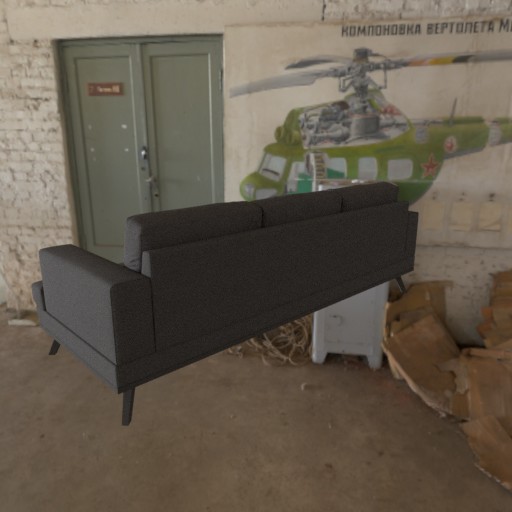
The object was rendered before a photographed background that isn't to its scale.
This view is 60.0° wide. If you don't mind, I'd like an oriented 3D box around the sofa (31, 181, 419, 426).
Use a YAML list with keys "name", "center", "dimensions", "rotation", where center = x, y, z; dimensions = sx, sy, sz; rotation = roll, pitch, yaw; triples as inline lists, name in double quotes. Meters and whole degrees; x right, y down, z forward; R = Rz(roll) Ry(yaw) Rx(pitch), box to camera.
- name: "sofa"
  center: [0.000, 0.000, 2.690]
  dimensions: [2.310, 0.810, 0.920]
  rotation: [-14, 21, -42]
